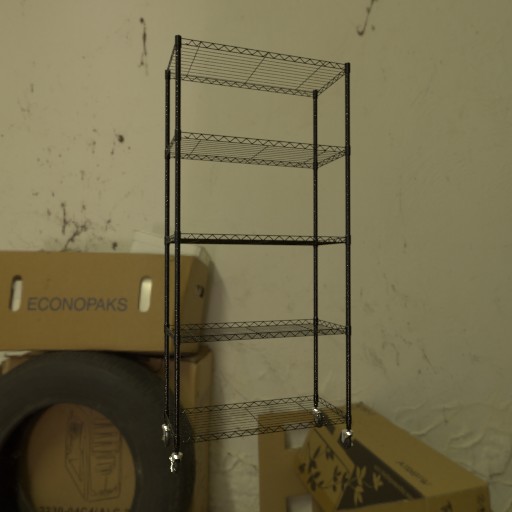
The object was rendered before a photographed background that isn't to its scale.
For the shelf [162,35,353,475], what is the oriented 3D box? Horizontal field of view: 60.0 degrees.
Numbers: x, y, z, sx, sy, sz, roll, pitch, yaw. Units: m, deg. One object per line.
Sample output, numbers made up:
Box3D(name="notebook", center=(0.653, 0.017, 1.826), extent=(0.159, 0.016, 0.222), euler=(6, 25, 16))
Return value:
Box3D(name="shelf", center=(0.000, 0.000, 1.916), extent=(0.762, 1.645, 0.356), euler=(0, -1, -18))
